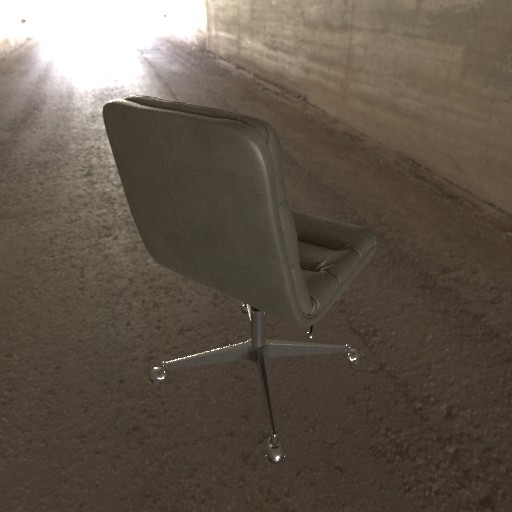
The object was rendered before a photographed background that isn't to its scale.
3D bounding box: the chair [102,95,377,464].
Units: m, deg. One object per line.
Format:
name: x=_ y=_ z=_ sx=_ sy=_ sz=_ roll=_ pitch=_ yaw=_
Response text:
chair: x=0.000 y=0.000 z=1.013 sx=0.422 sy=0.738 sz=0.485 roll=20 pitch=36 yaw=31
